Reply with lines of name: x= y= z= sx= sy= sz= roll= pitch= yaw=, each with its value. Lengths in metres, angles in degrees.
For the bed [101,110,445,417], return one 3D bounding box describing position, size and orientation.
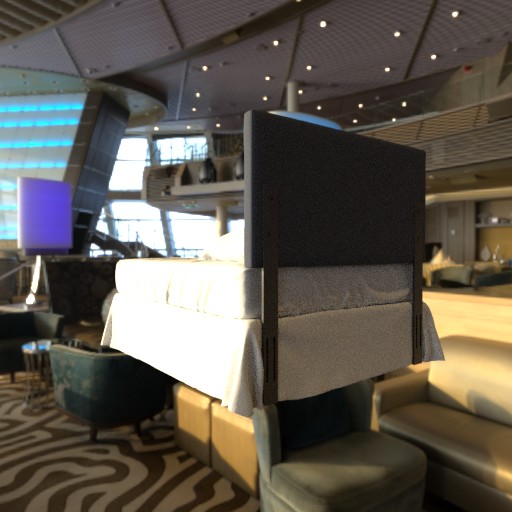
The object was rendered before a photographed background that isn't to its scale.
bed: x=0.000 y=0.000 z=3.613 sx=1.936 sy=1.577 sz=2.222 roll=-1 pitch=1 yaw=-37
